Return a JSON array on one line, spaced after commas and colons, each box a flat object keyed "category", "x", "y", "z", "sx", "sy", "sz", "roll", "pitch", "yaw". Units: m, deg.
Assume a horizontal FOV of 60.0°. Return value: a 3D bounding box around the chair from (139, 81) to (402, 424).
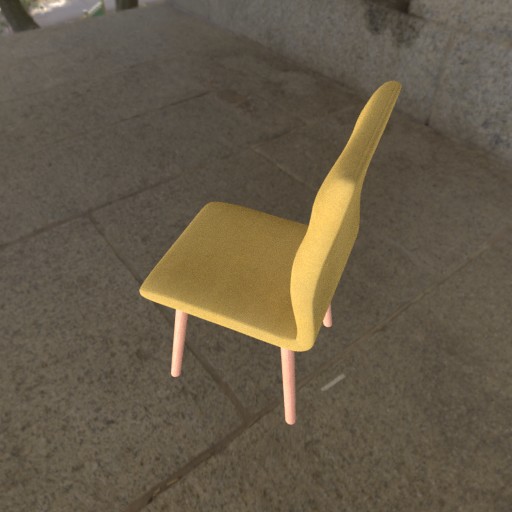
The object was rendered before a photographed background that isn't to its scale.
[{"category": "chair", "x": 0.000, "y": 0.000, "z": 1.299, "sx": 0.550, "sy": 0.965, "sz": 0.450, "roll": 17, "pitch": 48, "yaw": 16}]
